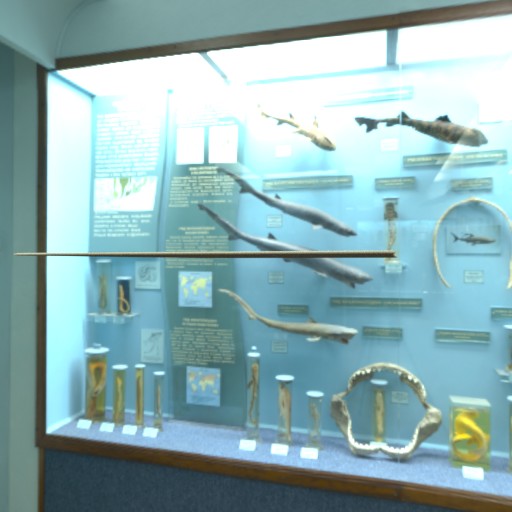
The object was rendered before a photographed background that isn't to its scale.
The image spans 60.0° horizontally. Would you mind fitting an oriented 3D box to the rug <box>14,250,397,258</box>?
[{"bbox_3d":[0.000,0.000,4.053,2.462,0.018,3.039,0,-1,18],"label":"rug"}]
